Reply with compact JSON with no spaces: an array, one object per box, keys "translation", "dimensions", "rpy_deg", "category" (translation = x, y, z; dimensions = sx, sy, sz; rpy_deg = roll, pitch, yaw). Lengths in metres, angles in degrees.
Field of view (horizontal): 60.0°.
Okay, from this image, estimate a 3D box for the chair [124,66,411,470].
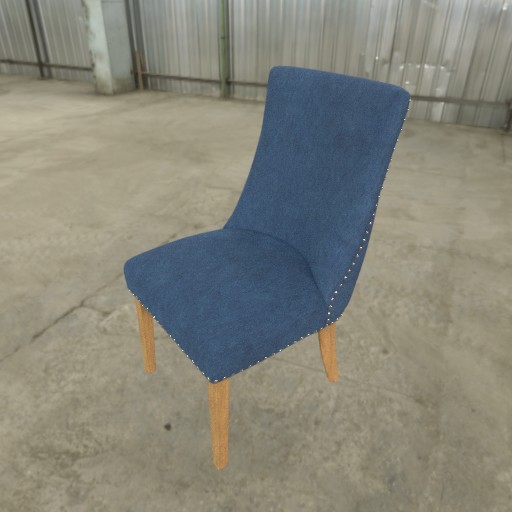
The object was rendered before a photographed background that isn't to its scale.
[{"translation":[0.000,0.000,1.236],"dimensions":[0.610,0.902,0.495],"rpy_deg":[-21,37,-31],"category":"chair"}]
